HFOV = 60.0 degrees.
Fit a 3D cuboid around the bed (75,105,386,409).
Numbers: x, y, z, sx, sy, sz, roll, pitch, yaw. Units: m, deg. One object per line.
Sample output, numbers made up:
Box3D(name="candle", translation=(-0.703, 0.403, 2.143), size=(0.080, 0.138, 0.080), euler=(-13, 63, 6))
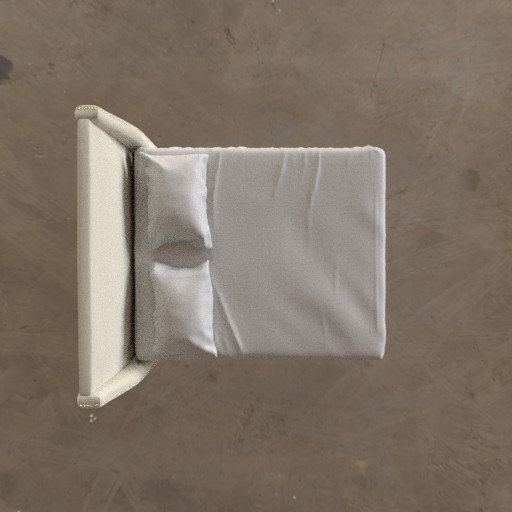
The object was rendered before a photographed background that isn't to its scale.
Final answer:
Box3D(name="bed", translation=(0.000, 0.000, 3.421), size=(2.276, 1.332, 1.925), euler=(0, 91, 0))
